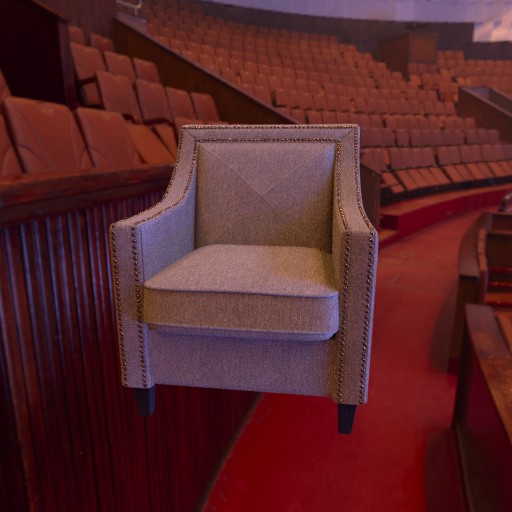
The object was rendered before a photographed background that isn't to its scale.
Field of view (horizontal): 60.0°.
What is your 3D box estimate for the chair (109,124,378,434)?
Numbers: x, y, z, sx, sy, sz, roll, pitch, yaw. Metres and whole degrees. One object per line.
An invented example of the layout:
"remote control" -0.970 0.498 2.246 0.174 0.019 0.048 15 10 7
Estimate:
"chair" 0.000 0.000 1.647 0.776 0.967 0.884 2 15 8
